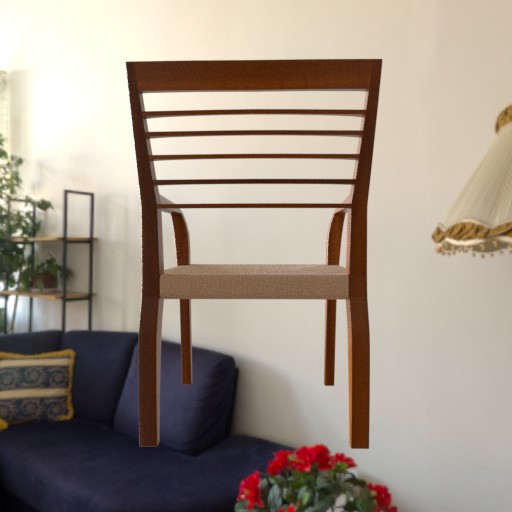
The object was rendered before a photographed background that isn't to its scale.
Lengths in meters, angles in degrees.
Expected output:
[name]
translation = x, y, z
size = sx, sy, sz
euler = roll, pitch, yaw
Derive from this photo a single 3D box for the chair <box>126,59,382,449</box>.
[chair]
translation = 0.000, 0.000, 1.215
size = 0.587, 0.855, 0.540
euler = 0, 0, 1
